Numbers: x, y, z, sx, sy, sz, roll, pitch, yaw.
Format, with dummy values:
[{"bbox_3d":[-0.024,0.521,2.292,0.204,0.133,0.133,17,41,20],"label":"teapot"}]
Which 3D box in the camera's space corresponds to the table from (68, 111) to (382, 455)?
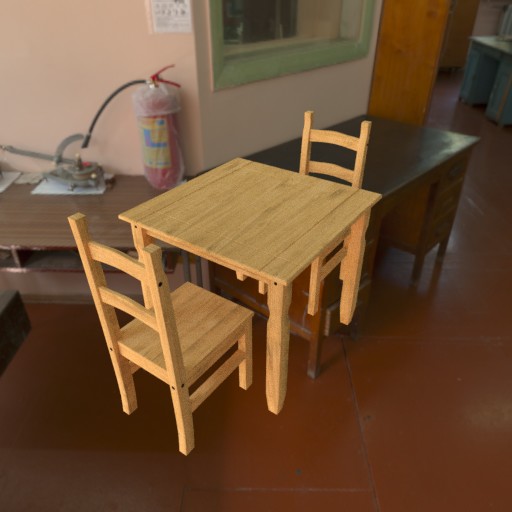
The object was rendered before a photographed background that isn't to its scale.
[{"bbox_3d":[0.000,0.000,2.047,0.813,0.942,1.501,21,38,29],"label":"table"}]
